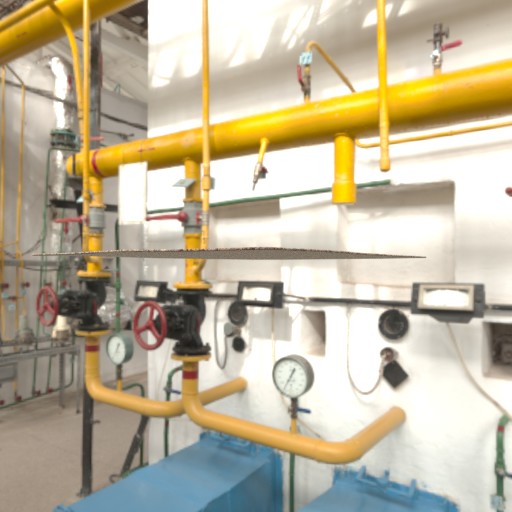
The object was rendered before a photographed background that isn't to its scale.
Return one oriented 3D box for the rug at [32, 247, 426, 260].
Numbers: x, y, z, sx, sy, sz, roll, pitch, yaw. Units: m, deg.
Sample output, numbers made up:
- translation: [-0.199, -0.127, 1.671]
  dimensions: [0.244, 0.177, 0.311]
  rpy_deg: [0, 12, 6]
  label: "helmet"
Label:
- translation: [0.000, 0.000, 4.357]
  dimensions: [2.436, 0.024, 3.226]
  rpy_deg: [-1, -2, 36]
  label: "rug"
